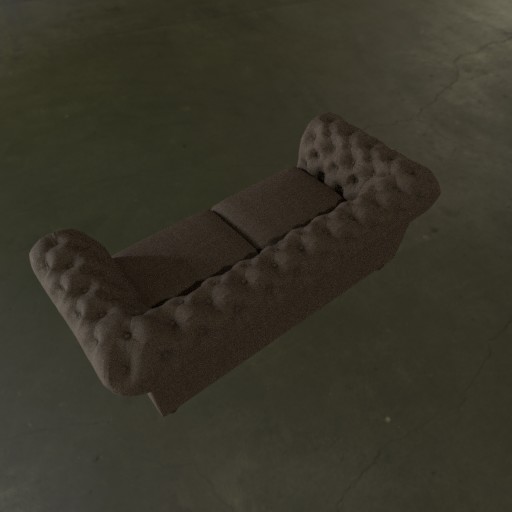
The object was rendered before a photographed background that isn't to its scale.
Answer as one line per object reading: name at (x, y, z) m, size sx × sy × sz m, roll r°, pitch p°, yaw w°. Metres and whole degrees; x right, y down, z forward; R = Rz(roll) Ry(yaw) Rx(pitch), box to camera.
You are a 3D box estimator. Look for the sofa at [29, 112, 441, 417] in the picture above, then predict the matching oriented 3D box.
sofa at (0.000, 0.000, 2.487) m, size 2.048 × 0.780 × 0.944 m, roll -30°, pitch 54°, yaw -25°
